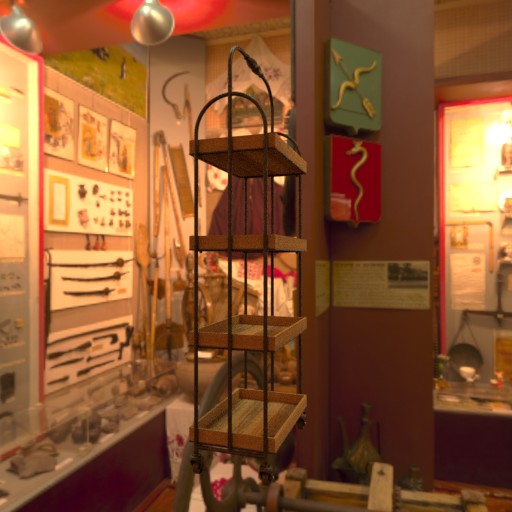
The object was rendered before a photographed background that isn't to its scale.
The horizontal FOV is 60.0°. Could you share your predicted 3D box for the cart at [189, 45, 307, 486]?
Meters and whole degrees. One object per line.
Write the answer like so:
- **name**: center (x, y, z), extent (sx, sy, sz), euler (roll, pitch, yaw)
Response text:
- **cart**: center (0.000, 0.000, 1.711), extent (0.308, 1.481, 0.581), euler (0, 0, 19)
